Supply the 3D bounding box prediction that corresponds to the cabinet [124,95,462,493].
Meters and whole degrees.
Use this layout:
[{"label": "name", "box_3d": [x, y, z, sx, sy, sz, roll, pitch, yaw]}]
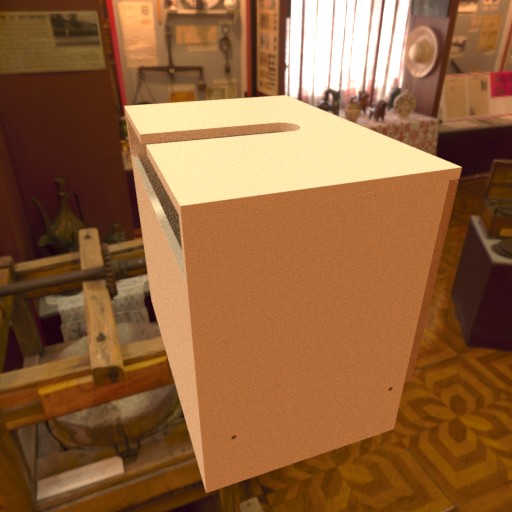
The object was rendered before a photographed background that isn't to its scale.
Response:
[{"label": "cabinet", "box_3d": [0.000, 0.000, 0.923, 0.400, 0.522, 0.600, -10, 31, -18]}]
